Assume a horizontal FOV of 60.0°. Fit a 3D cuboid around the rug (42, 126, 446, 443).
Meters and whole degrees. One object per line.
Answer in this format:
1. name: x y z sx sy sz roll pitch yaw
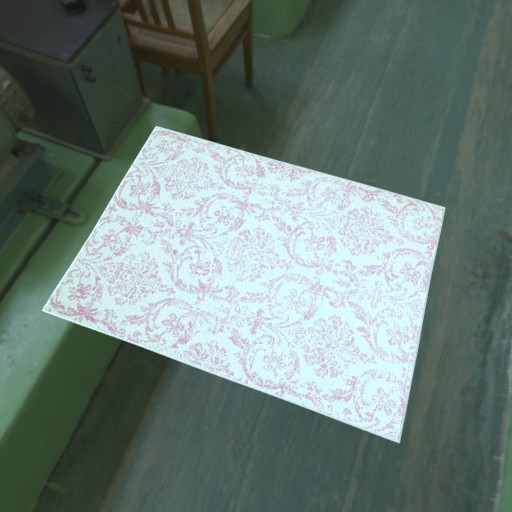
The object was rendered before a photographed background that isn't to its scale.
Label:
1. rug: 0.000 0.000 2.878 2.202 0.014 1.598 18 64 9
